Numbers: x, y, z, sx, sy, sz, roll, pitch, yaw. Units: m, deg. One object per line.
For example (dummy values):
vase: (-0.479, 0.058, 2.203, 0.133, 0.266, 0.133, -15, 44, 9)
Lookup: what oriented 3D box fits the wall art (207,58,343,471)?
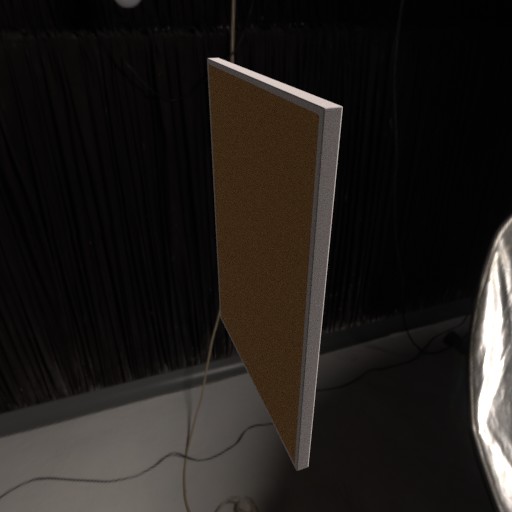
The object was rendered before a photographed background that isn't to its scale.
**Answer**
wall art: (0.000, 0.000, 1.603, 0.046, 1.221, 0.914, -11, 32, -18)
